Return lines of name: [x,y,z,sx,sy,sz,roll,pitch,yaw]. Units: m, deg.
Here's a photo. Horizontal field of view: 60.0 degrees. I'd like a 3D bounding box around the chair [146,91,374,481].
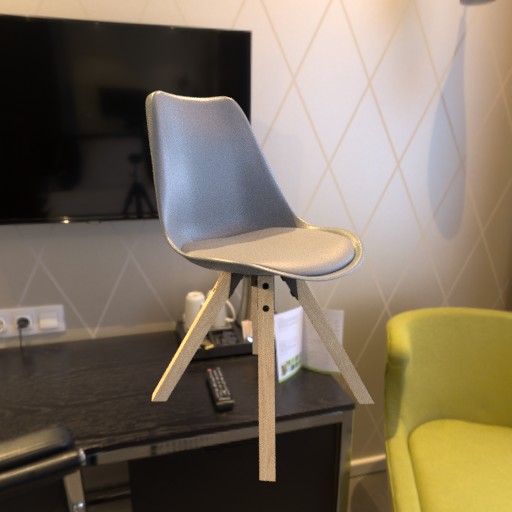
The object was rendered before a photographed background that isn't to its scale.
chair: [0.000,0.000,1.183,0.550,0.850,0.485,14,20,43]
